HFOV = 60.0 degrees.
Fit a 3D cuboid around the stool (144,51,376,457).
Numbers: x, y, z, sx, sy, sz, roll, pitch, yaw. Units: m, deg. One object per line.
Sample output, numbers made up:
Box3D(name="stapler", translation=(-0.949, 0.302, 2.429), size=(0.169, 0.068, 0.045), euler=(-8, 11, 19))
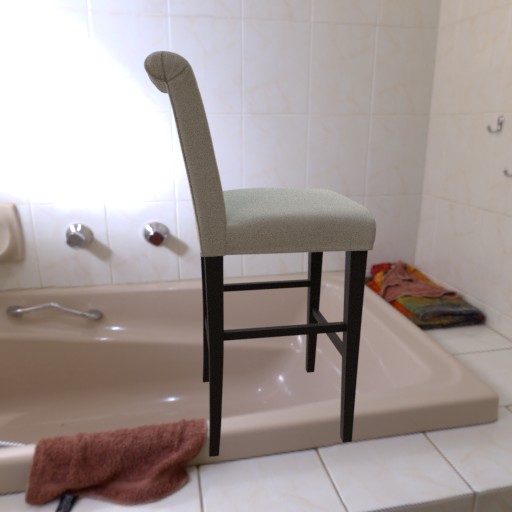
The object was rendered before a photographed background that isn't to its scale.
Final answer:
Box3D(name="stool", translation=(0.000, 0.000, 1.408), size=(0.597, 1.124, 0.452), euler=(-3, 17, -9))
